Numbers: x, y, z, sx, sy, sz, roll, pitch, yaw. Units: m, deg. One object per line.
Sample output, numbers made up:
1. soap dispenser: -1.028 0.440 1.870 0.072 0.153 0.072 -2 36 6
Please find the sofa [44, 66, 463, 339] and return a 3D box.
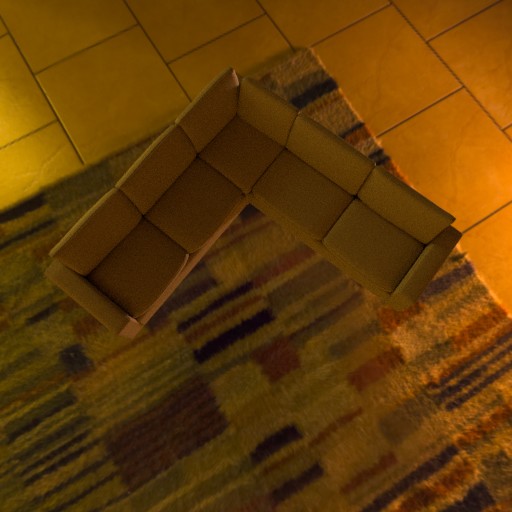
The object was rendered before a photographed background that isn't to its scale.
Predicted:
1. sofa: 0.000 0.000 4.046 2.742 0.800 2.622 37 78 9
